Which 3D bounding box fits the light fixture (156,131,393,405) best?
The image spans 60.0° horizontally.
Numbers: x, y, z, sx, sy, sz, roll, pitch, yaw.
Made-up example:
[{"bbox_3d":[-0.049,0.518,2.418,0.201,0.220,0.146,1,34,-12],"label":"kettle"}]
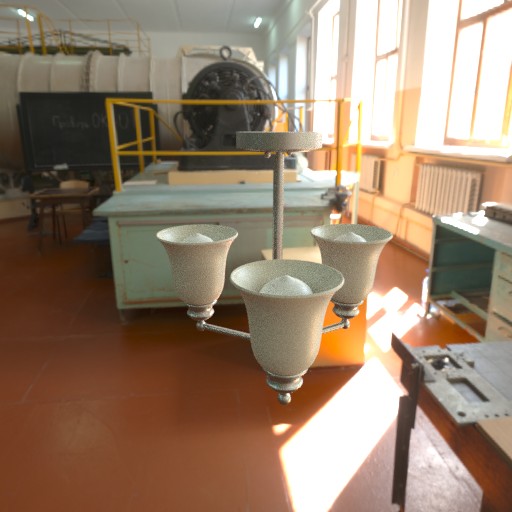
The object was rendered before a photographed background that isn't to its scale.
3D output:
[{"bbox_3d":[0.000,0.000,0.686,0.354,0.370,0.388,9,18,27],"label":"light fixture"}]
